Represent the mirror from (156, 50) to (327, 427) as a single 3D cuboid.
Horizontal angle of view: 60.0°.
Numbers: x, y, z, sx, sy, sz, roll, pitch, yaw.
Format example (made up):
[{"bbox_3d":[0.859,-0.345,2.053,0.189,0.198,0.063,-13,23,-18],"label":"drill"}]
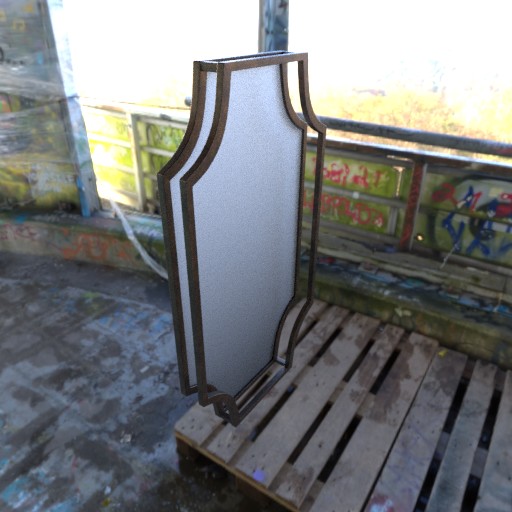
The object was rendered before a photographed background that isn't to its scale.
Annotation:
[{"bbox_3d":[0.000,0.000,0.982,0.066,0.811,0.462,19,34,31],"label":"mirror"}]
